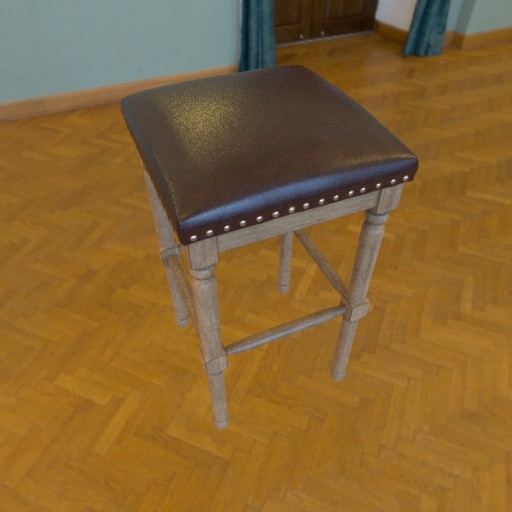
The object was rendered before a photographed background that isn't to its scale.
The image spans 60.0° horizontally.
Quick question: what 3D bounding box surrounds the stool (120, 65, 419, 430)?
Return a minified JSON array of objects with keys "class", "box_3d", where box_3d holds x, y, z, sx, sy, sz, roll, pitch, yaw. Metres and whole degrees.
[{"class":"stool","box_3d":[0.000,0.000,0.946,0.382,0.702,0.383,-17,47,-16]}]
